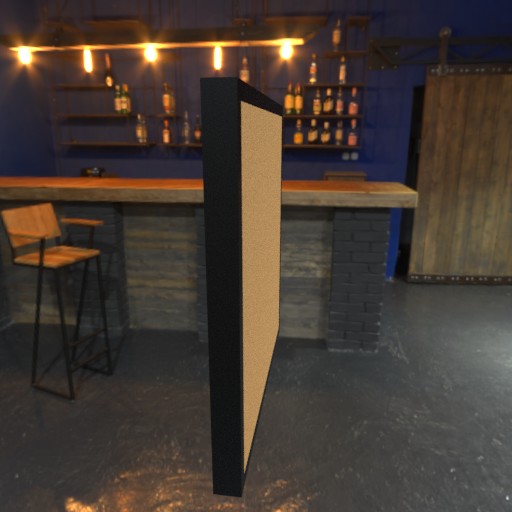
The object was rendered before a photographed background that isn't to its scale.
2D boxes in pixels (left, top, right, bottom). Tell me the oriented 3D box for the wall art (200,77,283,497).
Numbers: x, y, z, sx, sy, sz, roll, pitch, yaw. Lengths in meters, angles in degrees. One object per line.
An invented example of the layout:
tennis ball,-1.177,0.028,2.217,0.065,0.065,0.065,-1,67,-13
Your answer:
wall art,0.000,0.000,0.747,0.038,0.506,0.506,2,16,8
